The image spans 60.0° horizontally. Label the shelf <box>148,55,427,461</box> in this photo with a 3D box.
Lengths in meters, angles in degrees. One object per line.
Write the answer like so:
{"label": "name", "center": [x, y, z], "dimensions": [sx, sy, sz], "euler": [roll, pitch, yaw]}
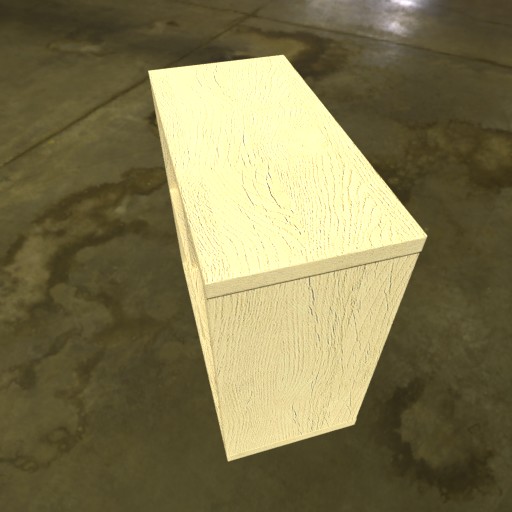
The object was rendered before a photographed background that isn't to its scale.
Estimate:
{"label": "shelf", "center": [0.000, 0.000, 1.274], "dimensions": [0.390, 0.786, 0.790], "euler": [-12, 47, -11]}
